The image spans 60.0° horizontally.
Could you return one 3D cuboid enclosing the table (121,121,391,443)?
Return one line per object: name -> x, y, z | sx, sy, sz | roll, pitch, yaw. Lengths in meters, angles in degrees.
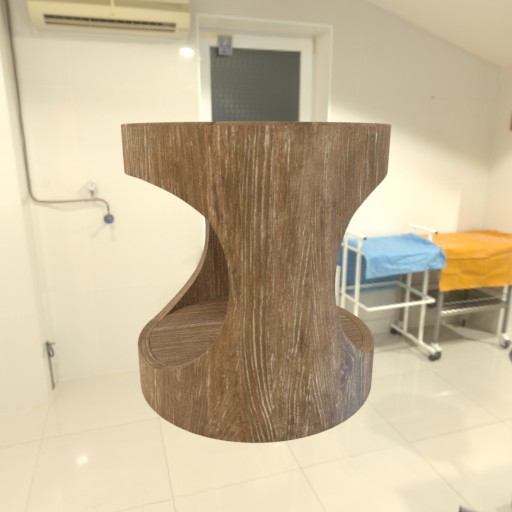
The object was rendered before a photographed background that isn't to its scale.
table -> 0.000, 0.000, 0.973 | 0.527, 0.551, 0.527 | 0, 15, 0
